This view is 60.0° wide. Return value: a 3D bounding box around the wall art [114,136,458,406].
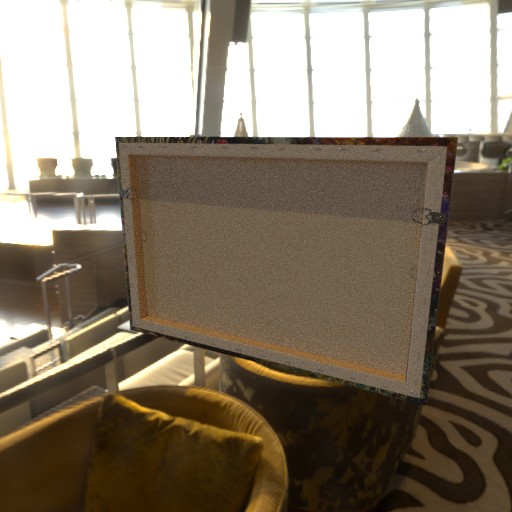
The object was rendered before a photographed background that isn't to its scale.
[{"bbox_3d":[0.000,0.000,1.461,1.136,0.760,0.042,8,17,26],"label":"wall art"}]
